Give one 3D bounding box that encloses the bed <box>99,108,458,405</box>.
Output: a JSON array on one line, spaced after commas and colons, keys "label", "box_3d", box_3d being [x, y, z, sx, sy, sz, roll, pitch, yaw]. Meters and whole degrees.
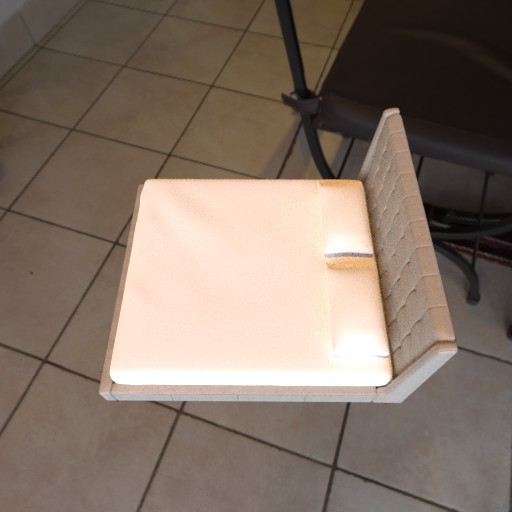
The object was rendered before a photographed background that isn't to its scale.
[{"label": "bed", "box_3d": [0.000, 0.000, 3.580, 2.342, 1.289, 2.062, 0, 58, 0]}]
